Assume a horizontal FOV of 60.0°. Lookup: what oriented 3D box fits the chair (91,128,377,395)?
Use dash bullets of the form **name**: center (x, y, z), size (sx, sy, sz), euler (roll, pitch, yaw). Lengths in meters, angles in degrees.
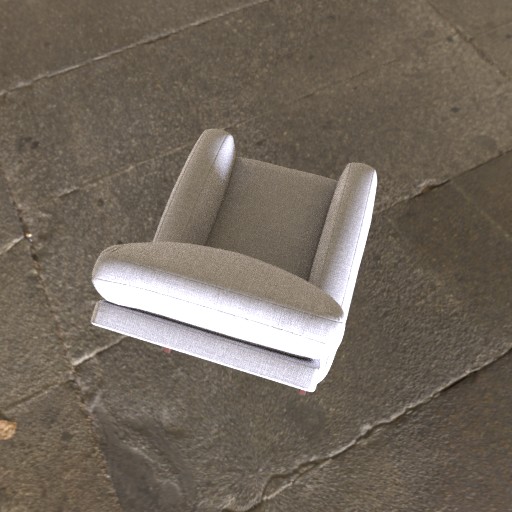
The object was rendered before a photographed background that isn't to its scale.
- **chair**: center (0.000, 0.000, 1.661), size (0.762, 0.990, 0.990), euler (15, 65, 7)
